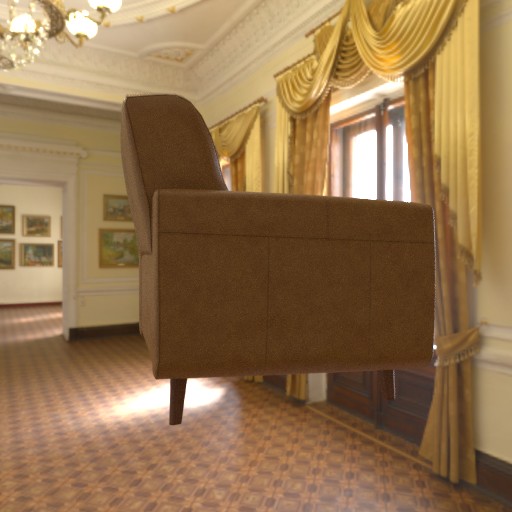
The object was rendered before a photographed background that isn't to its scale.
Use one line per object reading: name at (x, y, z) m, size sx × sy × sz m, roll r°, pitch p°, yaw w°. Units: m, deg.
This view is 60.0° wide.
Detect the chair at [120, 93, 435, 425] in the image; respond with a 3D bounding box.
chair at (0.000, 0.000, 1.616) m, size 0.942 × 0.968 × 0.845 m, roll 0°, pitch 0°, yaw -18°
